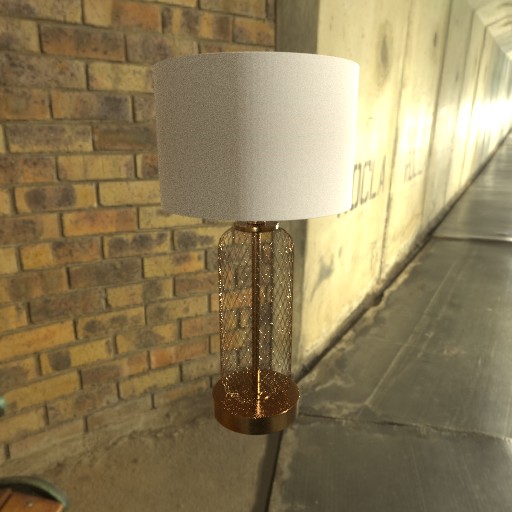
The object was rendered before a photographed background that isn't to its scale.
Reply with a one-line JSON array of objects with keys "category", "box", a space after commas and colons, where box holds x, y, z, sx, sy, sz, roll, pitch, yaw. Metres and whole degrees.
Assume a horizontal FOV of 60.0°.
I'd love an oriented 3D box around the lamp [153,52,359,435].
[{"category": "lamp", "box": [0.000, 0.000, 0.618, 0.252, 0.483, 0.252, -8, 17, -26]}]
